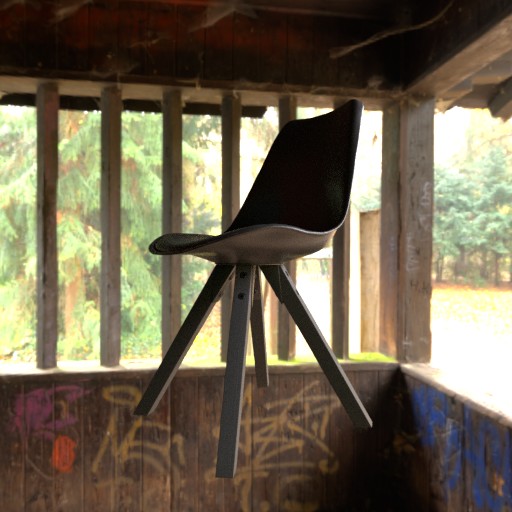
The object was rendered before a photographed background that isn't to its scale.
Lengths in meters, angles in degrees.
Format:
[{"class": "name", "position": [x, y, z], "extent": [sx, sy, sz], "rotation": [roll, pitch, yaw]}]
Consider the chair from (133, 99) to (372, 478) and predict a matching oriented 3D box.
[{"class": "chair", "position": [0.000, 0.000, 1.155], "extent": [0.530, 0.850, 0.485], "rotation": [0, 1, -37]}]
